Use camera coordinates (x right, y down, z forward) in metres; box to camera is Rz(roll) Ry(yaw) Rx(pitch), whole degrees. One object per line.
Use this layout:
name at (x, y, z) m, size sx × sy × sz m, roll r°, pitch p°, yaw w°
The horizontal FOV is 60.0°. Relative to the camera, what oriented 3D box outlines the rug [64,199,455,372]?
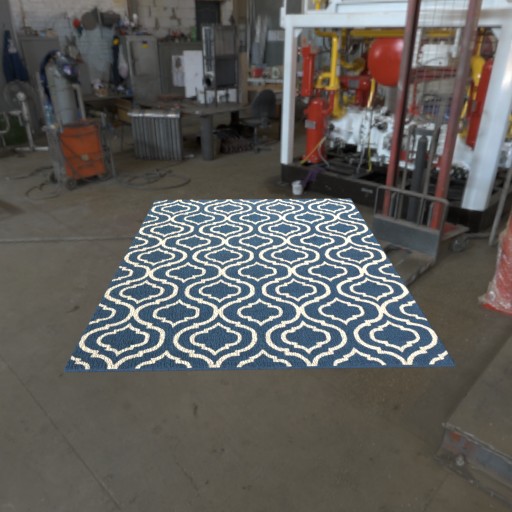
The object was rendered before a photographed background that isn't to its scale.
rug at (0.000, 0.000, 3.845) m, size 2.270 × 0.020 × 2.881 m, roll -1°, pitch 27°, yaw -1°
